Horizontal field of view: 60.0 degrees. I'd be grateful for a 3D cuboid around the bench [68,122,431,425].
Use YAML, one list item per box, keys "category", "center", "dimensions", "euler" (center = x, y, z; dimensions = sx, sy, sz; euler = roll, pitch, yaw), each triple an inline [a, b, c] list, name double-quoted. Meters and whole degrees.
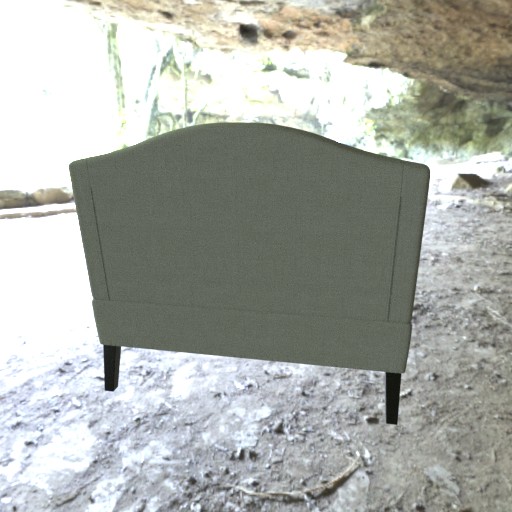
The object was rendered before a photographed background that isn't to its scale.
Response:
- category: "bench"
  center: [0.000, 0.000, 2.059]
  dimensions: [1.335, 1.180, 0.815]
  euler: [3, 16, 10]
